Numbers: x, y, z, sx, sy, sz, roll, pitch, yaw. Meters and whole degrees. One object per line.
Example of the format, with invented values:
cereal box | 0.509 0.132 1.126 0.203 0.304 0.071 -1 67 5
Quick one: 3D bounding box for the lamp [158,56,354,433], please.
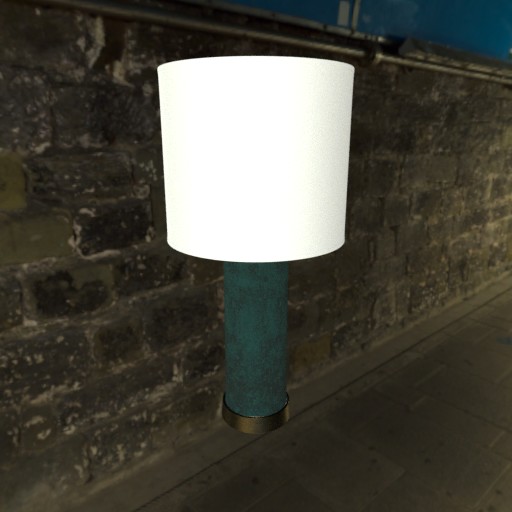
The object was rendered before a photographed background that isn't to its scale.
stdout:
lamp | 0.000 0.000 0.776 0.301 0.630 0.301 -8 18 -25
